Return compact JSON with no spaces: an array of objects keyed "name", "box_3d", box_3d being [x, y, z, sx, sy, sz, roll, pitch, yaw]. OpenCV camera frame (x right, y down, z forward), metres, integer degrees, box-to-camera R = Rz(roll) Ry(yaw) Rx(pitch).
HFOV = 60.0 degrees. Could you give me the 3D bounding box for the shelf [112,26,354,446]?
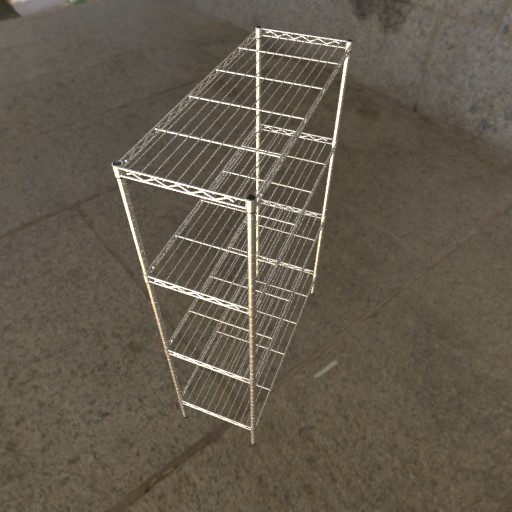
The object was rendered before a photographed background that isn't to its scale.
[{"name":"shelf","box_3d":[0.000,0.000,1.736,0.352,1.360,0.907,16,49,15]}]
